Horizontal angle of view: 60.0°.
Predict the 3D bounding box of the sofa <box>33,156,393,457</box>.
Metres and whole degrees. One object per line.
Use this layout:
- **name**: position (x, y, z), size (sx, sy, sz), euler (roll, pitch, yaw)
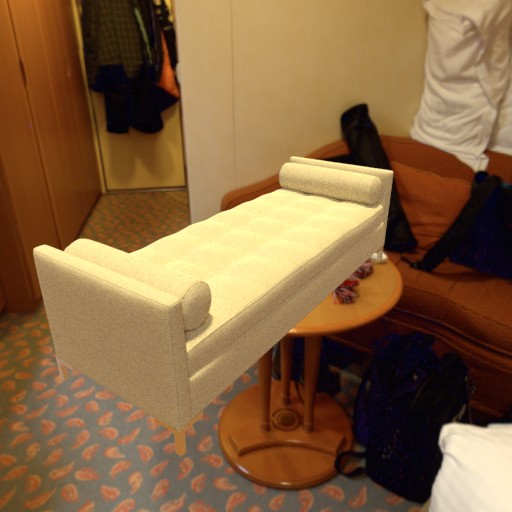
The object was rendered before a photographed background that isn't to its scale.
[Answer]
- **sofa**: position (0.000, 0.000, 2.489), size (0.797, 0.655, 2.102), euler (16, 30, 31)
